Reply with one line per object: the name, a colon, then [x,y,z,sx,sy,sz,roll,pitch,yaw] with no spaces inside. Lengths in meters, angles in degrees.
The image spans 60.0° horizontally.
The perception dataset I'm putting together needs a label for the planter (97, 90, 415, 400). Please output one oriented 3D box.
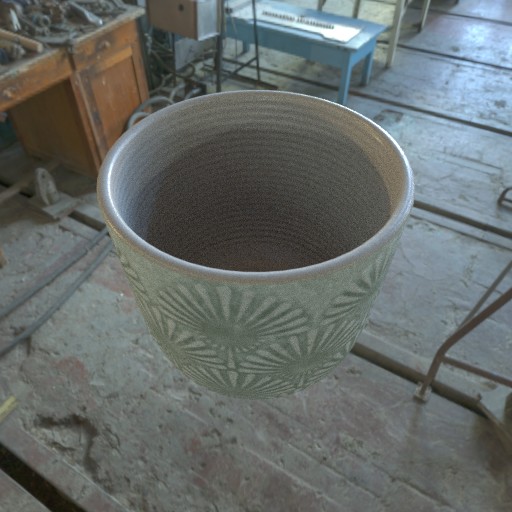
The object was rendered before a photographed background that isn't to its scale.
planter: [0.000,0.000,0.216,0.124,0.109,0.124,0,47,0]
